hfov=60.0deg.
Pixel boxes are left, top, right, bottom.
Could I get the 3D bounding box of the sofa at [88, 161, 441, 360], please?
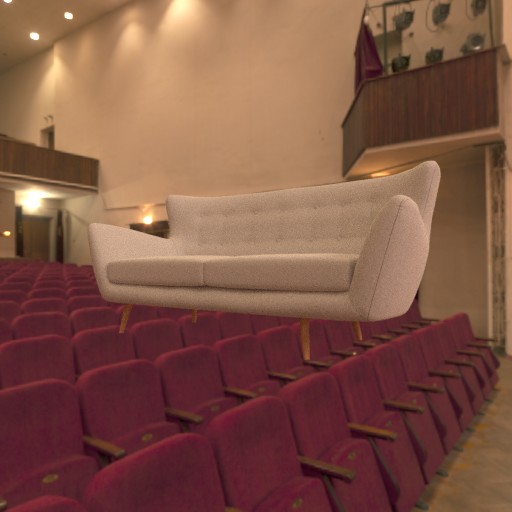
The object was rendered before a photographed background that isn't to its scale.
[{"bbox_3d":[0.000,0.000,2.446,1.930,0.890,0.899,-1,-1,36],"label":"sofa"}]
